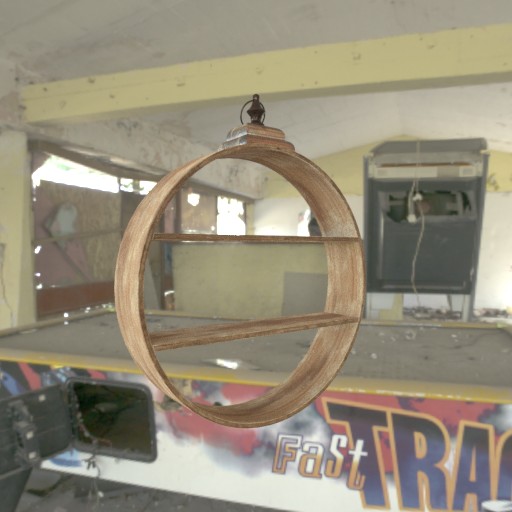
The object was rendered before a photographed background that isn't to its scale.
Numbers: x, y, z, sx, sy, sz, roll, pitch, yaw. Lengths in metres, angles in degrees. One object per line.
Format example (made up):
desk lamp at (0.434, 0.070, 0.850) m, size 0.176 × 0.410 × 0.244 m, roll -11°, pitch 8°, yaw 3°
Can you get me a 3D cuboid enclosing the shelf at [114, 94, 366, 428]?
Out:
shelf at (0.000, 0.000, 0.999) m, size 0.601 × 0.725 × 0.125 m, roll -1°, pitch 1°, yaw -36°
